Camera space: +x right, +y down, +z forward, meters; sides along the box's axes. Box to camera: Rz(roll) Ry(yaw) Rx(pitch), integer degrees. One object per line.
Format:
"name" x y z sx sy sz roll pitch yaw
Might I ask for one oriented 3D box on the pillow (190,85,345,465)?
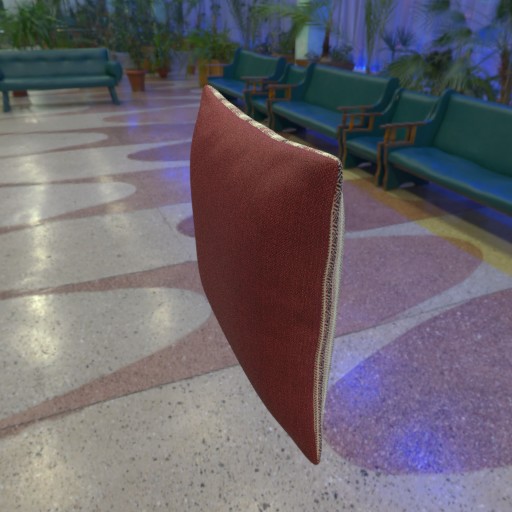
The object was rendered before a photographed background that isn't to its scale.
"pillow" 0.000 0.000 0.782 0.166 0.497 0.513 -11 32 -18
